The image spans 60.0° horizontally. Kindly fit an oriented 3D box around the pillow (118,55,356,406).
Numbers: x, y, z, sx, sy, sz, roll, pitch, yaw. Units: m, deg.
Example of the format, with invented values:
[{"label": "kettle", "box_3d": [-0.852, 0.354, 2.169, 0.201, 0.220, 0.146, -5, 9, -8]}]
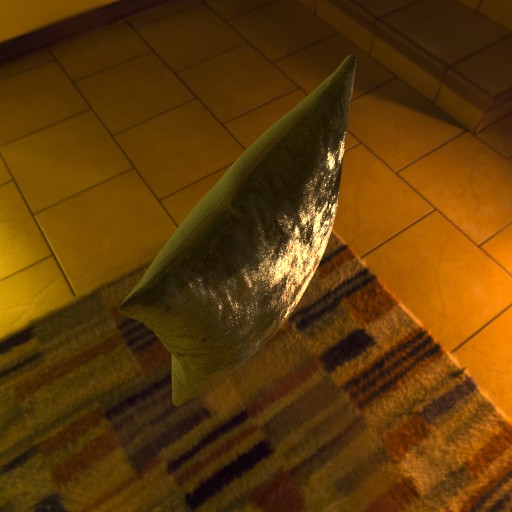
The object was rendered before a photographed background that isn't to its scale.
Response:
[{"label": "pillow", "box_3d": [0.000, 0.000, 0.709, 0.175, 0.464, 0.470, 31, 64, 17]}]
